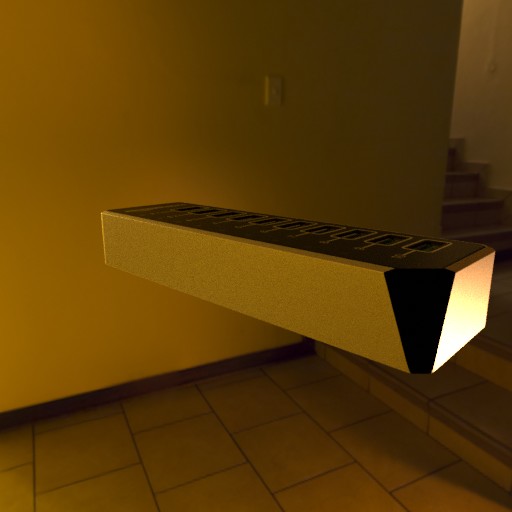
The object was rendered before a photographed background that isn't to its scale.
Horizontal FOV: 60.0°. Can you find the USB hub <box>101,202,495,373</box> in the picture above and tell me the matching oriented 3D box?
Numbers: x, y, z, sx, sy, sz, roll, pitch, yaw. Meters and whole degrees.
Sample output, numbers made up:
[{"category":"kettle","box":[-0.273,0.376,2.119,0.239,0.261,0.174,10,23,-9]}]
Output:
[{"category":"USB hub","box":[0.000,0.000,0.158,0.145,0.023,0.044,13,19,42]}]
